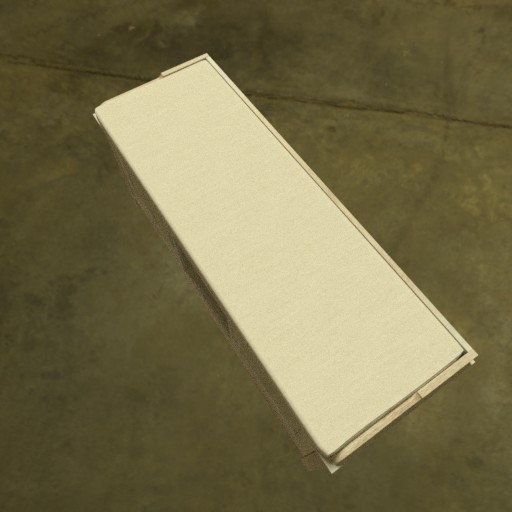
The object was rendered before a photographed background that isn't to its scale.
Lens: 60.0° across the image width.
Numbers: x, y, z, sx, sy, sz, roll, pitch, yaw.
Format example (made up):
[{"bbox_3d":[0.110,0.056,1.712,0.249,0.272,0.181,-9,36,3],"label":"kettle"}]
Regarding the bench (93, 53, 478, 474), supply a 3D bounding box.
[{"bbox_3d":[0.000,0.000,1.318,0.398,0.501,1.140,-31,67,-15],"label":"bench"}]
